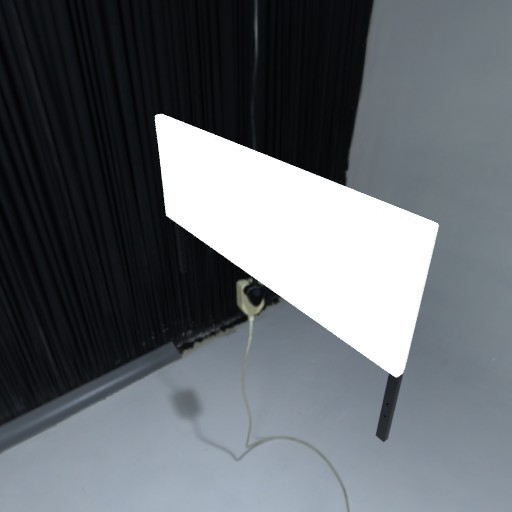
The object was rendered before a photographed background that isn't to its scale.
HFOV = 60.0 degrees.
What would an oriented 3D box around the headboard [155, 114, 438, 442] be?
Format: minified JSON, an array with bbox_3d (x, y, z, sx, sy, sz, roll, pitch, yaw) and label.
[{"bbox_3d":[0.000,0.000,2.933,0.120,1.410,2.362,-22,38,-32],"label":"headboard"}]
